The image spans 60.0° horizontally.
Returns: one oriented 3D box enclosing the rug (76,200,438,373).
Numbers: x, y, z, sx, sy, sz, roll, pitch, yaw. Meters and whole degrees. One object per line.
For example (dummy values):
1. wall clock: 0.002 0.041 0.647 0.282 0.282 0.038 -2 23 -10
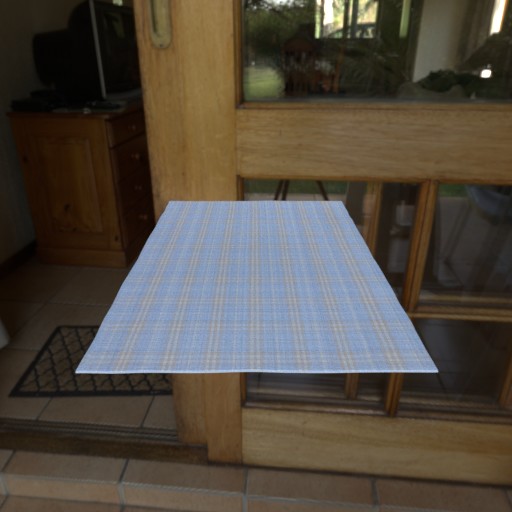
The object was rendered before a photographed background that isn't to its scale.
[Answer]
1. rug: 0.000 0.000 2.317 1.231 0.012 1.835 0 25 0
